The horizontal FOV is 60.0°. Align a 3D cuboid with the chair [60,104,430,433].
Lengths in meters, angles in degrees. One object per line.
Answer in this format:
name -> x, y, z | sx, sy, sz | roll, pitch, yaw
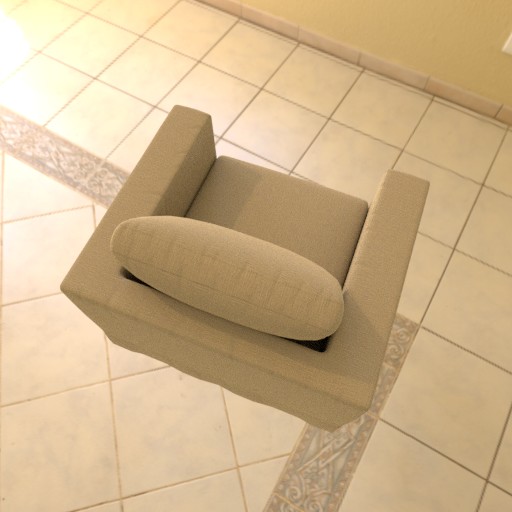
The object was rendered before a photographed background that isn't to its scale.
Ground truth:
chair -> 0.000, 0.000, 1.815 | 1.150, 0.878, 0.957 | 19, 65, 9
